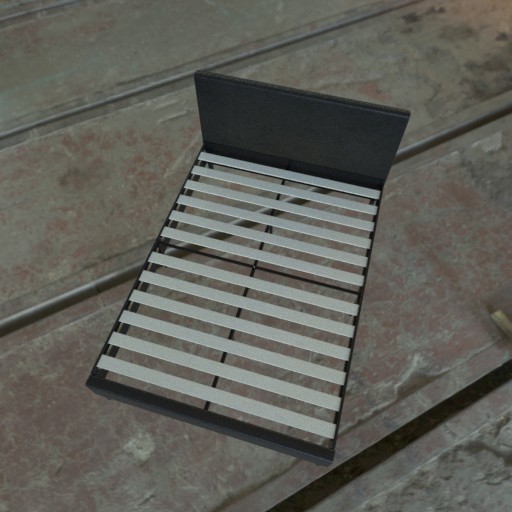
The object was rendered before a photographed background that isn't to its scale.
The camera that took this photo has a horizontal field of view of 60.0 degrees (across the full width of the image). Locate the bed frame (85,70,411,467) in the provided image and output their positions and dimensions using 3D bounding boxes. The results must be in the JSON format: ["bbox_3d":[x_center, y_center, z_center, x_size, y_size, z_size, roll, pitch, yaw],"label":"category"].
[{"bbox_3d":[0.000,0.000,3.186,1.634,1.127,2.318,14,60,8],"label":"bed frame"}]
